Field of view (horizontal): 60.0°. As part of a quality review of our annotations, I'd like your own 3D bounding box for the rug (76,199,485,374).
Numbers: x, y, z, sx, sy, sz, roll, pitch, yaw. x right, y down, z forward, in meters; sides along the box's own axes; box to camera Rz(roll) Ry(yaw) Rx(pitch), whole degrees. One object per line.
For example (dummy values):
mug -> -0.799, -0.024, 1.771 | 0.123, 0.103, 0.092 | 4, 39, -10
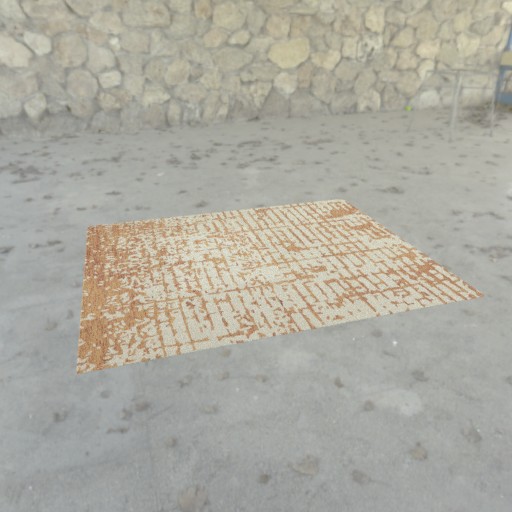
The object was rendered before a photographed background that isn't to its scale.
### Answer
rug -> 0.000, 0.000, 4.150 | 3.050, 0.011, 2.441 | -8, 28, -15
